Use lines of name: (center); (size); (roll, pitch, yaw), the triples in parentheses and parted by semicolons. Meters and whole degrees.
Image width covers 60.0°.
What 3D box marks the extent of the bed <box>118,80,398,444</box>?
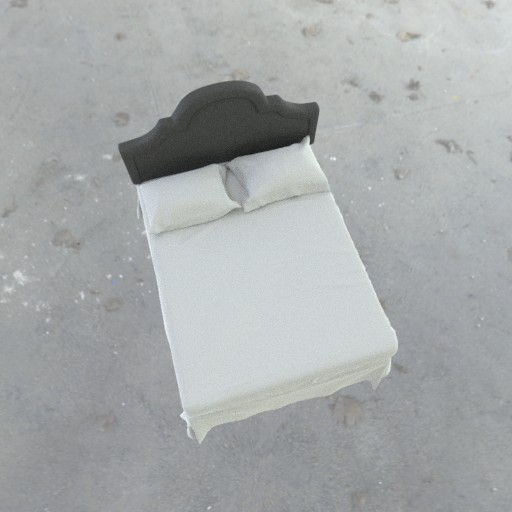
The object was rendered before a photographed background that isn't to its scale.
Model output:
bed: (0.000, 0.000, 3.373); (1.780, 1.634, 2.222); (-15, 64, -7)
